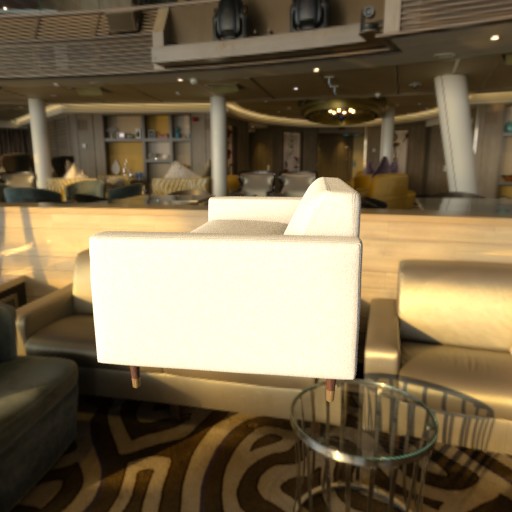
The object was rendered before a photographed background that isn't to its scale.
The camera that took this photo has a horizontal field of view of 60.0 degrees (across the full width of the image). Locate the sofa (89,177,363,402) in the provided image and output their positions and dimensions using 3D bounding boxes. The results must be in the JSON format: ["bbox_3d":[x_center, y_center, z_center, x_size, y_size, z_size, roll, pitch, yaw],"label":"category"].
[{"bbox_3d":[0.000,0.000,2.434,0.969,0.814,1.895,2,12,8],"label":"sofa"}]
